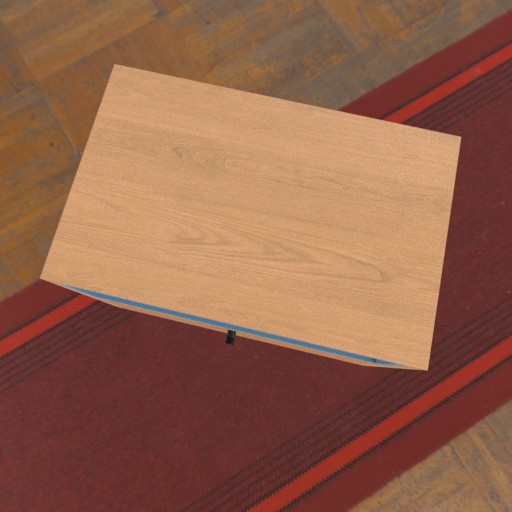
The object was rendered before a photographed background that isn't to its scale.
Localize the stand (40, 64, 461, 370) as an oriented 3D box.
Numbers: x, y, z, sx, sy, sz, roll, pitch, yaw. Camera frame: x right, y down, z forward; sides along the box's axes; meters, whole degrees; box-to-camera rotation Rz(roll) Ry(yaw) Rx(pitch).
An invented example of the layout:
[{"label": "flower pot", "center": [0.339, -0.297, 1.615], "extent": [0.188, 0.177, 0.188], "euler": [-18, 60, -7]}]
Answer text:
[{"label": "stand", "center": [0.000, 0.000, 0.975], "extent": [0.630, 0.600, 0.400], "euler": [13, 77, 3]}]
